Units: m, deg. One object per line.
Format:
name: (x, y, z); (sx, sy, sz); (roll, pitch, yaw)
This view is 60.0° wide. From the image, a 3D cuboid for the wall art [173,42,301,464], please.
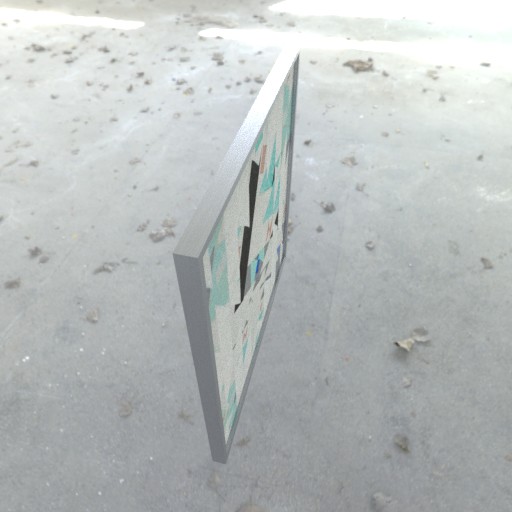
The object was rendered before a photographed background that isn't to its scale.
wall art: (0.000, 0.000, 1.186); (0.038, 0.806, 0.806); (10, 47, 10)
